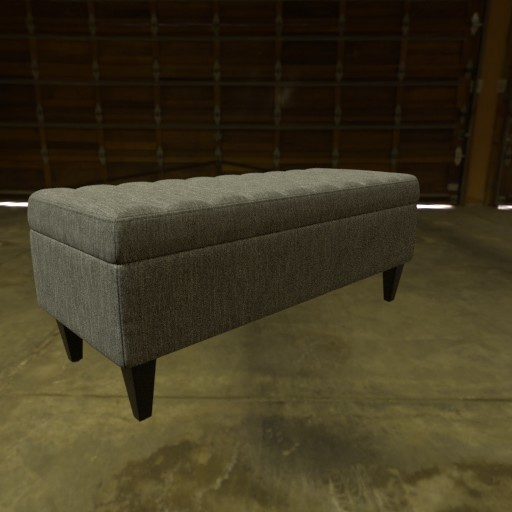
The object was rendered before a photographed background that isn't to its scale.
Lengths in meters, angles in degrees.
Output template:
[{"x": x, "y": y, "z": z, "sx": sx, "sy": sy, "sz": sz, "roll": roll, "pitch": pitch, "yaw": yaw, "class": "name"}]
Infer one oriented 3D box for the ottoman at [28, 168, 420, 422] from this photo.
[{"x": 0.000, "y": 0.000, "z": 1.367, "sx": 1.151, "sy": 0.469, "sz": 0.482, "roll": -14, "pitch": 21, "yaw": -42, "class": "ottoman"}]
